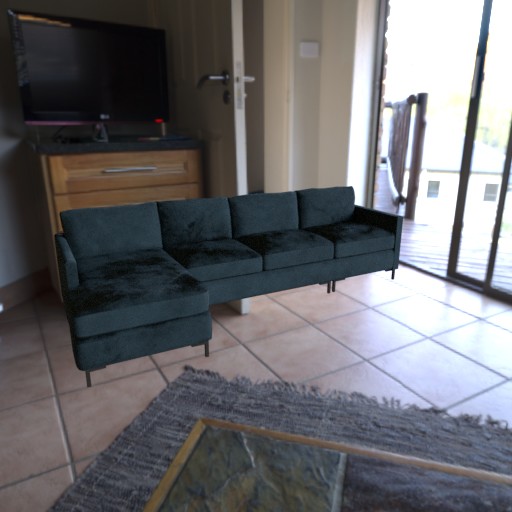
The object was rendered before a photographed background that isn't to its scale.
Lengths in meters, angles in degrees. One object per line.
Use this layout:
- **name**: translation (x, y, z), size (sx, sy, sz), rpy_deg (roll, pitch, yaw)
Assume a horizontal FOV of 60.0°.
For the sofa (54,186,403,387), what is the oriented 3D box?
- **sofa**: translation (0.000, 0.000, 4.149), size (3.400, 0.967, 1.500), rpy_deg (-9, 19, -26)
